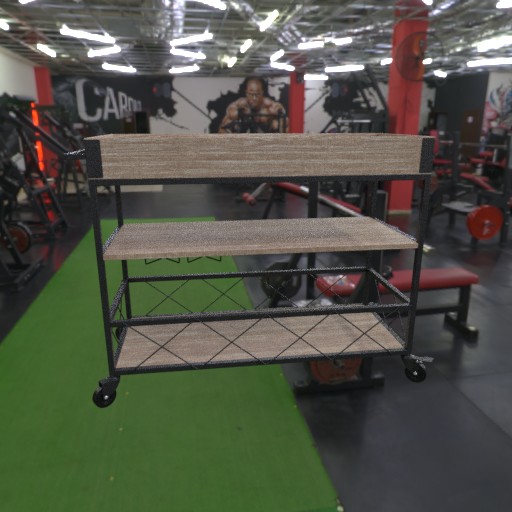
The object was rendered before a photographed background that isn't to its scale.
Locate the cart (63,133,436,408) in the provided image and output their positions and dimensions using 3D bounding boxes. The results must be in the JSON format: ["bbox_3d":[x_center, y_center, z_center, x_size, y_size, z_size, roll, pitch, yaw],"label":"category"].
[{"bbox_3d":[0.000,0.000,1.498,1.101,0.787,0.500,-2,17,-8],"label":"cart"}]
